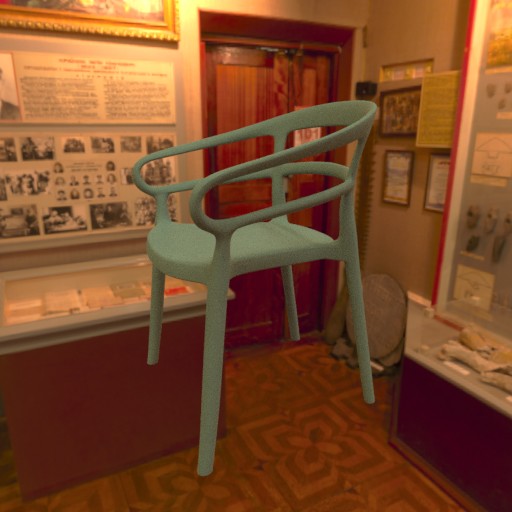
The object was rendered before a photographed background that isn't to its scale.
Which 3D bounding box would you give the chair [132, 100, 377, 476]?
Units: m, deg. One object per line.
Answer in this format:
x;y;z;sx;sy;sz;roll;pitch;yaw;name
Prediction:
0.000;0.000;1.135;0.527;0.761;0.559;-8;18;-24;chair
